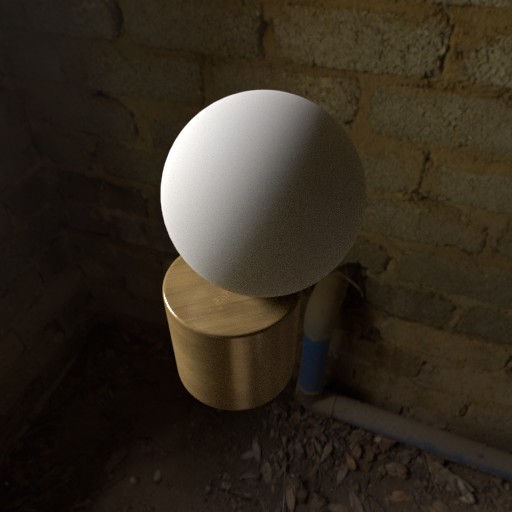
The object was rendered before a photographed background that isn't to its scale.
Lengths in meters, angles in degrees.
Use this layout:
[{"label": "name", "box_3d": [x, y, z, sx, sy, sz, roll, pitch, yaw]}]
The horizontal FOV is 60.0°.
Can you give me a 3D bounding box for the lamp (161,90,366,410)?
[{"label": "lamp", "box_3d": [0.000, 0.000, 0.348, 0.152, 0.250, 0.141, -12, 43, -13]}]
